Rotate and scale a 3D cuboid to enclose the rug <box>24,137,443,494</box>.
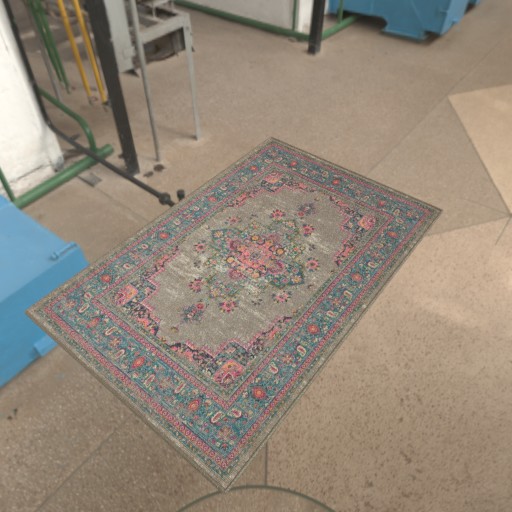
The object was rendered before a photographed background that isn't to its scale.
[{"bbox_3d":[0.000,0.000,2.111,1.144,0.014,1.748,30,54,25],"label":"rug"}]
